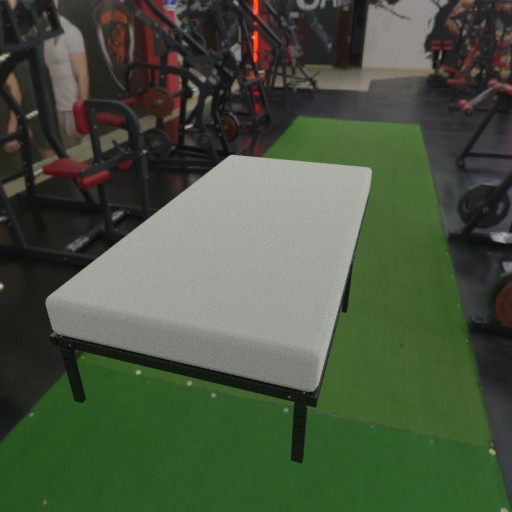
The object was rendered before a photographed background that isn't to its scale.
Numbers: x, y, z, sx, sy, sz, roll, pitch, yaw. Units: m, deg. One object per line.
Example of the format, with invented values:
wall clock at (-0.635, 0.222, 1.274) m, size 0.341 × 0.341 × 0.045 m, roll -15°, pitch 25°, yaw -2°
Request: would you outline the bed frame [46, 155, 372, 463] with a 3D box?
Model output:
bed frame at (0.000, 0.000, 3.225) m, size 1.393 × 0.680 × 2.635 m, roll 9°, pitch 30°, yaw 15°
